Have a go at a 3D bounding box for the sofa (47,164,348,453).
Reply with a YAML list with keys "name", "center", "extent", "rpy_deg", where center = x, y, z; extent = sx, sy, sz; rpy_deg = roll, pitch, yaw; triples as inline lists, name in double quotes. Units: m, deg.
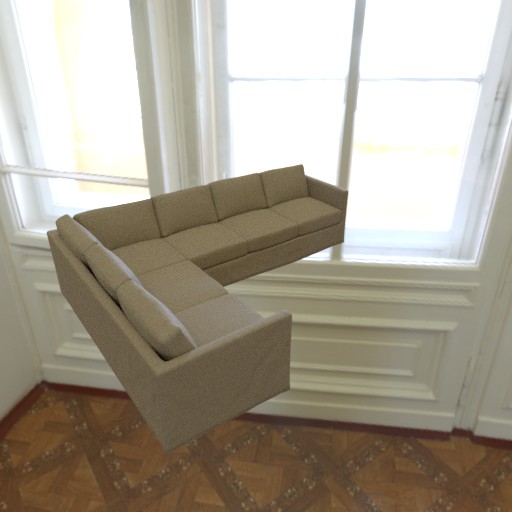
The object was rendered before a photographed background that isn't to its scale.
- name: "sofa"
  center: [0.000, 0.000, 4.289]
  extent: [3.182, 0.871, 2.432]
  rpy_deg: [-19, 33, -32]
